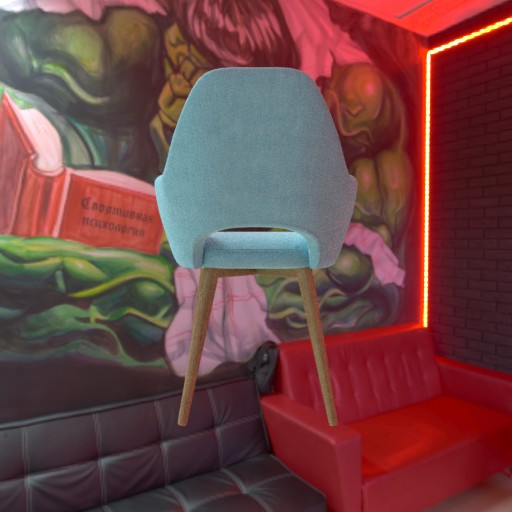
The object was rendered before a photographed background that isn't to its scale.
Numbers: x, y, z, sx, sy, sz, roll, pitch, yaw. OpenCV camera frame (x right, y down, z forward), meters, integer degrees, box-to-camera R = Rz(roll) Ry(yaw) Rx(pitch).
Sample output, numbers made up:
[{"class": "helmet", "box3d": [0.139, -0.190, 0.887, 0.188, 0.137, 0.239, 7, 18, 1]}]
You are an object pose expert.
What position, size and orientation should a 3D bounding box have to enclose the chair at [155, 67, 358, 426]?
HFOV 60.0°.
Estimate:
[{"class": "chair", "box3d": [0.000, 0.000, 1.263, 0.590, 0.840, 0.610, 0, 2, 0]}]
